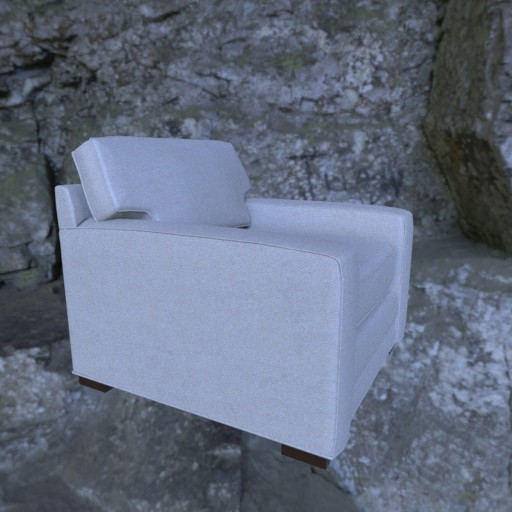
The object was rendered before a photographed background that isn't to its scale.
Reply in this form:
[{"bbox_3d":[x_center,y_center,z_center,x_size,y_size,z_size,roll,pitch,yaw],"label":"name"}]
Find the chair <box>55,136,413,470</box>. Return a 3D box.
[{"bbox_3d":[0.000,0.000,1.755,1.043,0.913,0.998,7,15,28],"label":"chair"}]
